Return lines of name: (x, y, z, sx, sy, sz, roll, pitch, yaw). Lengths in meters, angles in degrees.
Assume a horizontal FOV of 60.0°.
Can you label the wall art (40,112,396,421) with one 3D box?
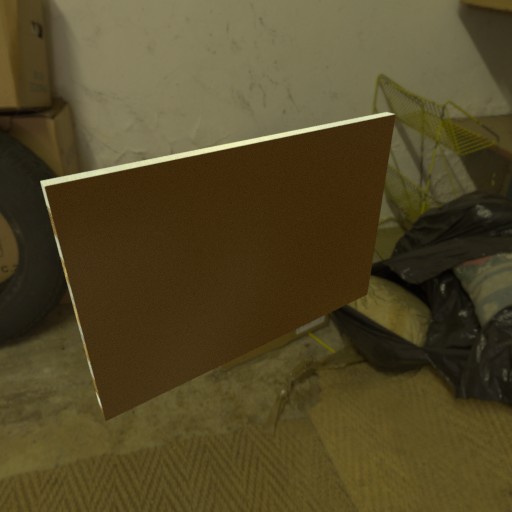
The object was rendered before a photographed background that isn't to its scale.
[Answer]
wall art: (0.000, 0.000, 1.450, 1.145, 0.762, 0.041, -20, 36, -30)
